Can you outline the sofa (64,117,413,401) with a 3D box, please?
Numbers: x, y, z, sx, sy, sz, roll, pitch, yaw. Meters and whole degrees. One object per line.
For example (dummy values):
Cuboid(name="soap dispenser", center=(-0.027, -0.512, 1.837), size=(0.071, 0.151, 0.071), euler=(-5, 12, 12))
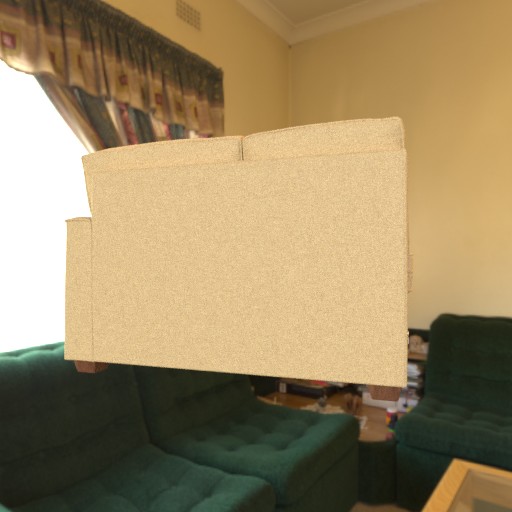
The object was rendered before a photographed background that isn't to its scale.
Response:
Cuboid(name="sofa", center=(0.000, 0.000, 2.089), size=(1.388, 0.989, 0.991), euler=(0, -1, 18))
